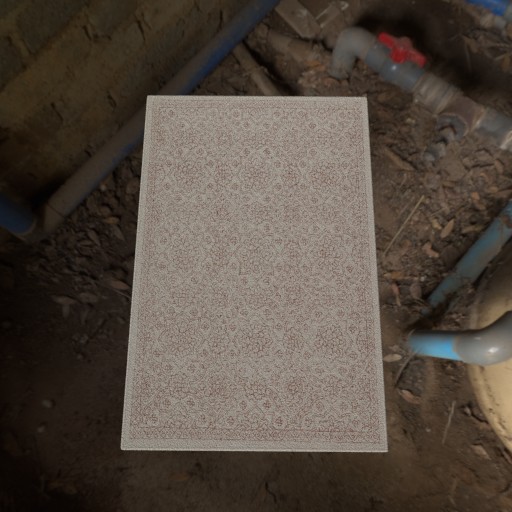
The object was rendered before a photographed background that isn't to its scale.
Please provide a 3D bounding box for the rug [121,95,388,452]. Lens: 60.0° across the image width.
[{"bbox_3d":[0.000,0.000,2.238,1.219,0.010,1.829,0,76,0],"label":"rug"}]
